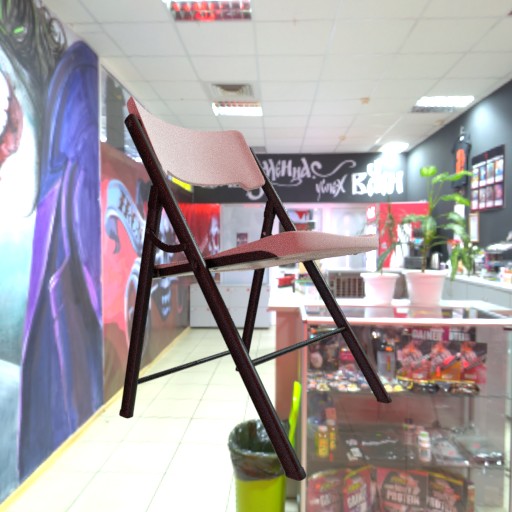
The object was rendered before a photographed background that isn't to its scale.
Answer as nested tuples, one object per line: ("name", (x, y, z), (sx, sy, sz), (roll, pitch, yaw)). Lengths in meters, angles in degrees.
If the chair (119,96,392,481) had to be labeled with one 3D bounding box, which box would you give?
("chair", (0.000, 0.000, 1.104), (0.577, 0.765, 0.482), (1, 2, 36))
